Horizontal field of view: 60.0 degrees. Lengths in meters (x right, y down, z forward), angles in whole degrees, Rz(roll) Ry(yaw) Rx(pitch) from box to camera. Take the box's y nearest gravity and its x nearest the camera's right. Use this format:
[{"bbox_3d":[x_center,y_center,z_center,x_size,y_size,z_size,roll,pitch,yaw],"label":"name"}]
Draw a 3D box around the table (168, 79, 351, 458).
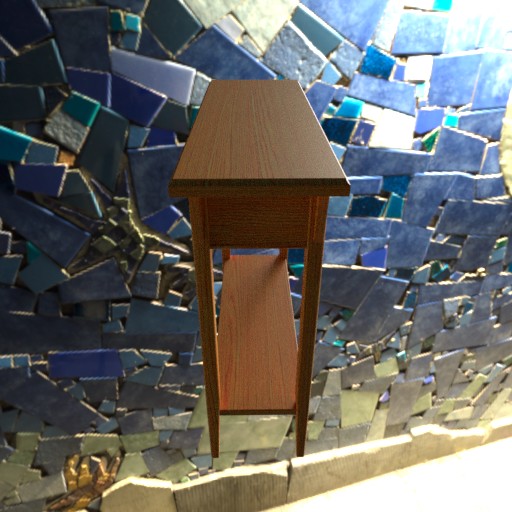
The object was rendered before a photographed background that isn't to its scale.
[{"bbox_3d":[0.000,0.000,1.121,0.254,0.711,0.762,0,32,-1],"label":"table"}]
